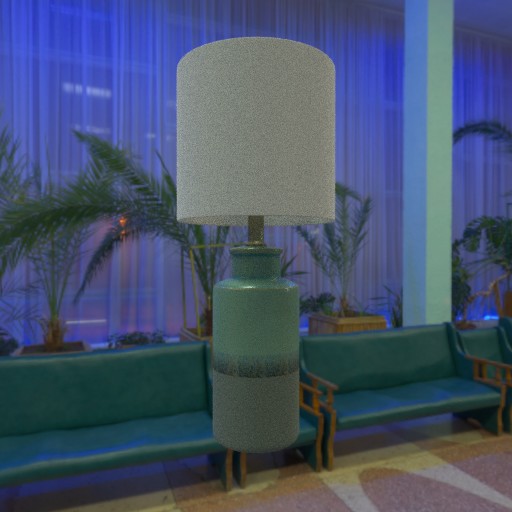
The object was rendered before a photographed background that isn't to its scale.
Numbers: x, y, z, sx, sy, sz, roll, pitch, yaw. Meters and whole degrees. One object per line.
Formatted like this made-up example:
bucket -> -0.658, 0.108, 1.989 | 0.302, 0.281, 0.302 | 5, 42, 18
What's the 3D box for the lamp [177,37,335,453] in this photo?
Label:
lamp -> 0.000, 0.000, 0.604 | 0.212, 0.493, 0.212 | 0, 1, -19
